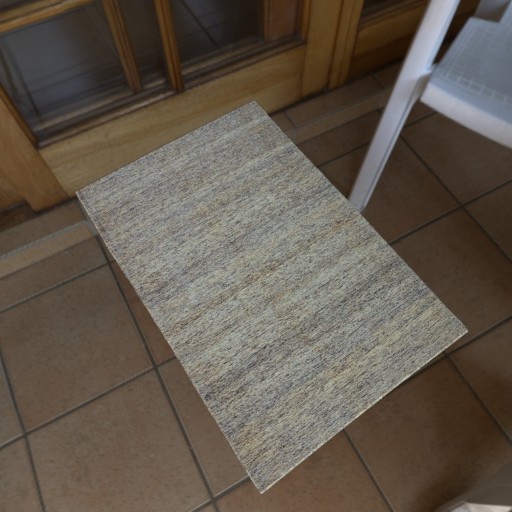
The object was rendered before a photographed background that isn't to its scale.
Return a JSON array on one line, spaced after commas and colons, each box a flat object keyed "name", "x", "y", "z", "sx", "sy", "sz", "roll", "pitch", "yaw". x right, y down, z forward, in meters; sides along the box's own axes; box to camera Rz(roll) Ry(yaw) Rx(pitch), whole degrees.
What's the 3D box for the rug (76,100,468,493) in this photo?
[{"name": "rug", "x": 0.000, "y": 0.000, "z": 2.338, "sx": 1.243, "sy": 0.014, "sz": 1.846, "roll": -32, "pitch": 68, "yaw": -15}]
